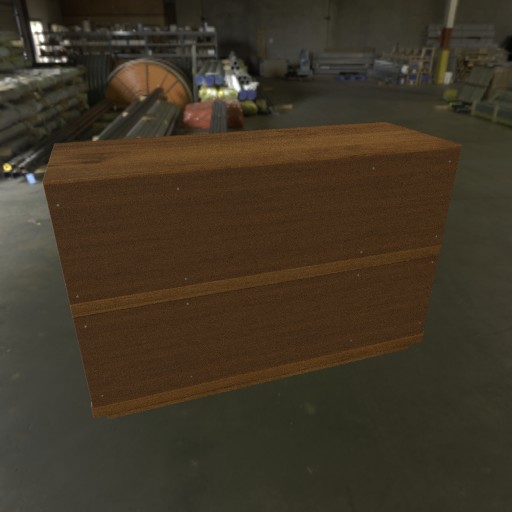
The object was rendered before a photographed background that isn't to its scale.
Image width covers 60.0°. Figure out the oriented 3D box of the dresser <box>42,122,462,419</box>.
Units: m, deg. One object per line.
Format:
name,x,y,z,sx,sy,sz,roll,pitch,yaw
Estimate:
dresser,0.000,0.000,1.640,1.261,0.825,0.479,-9,28,-16
